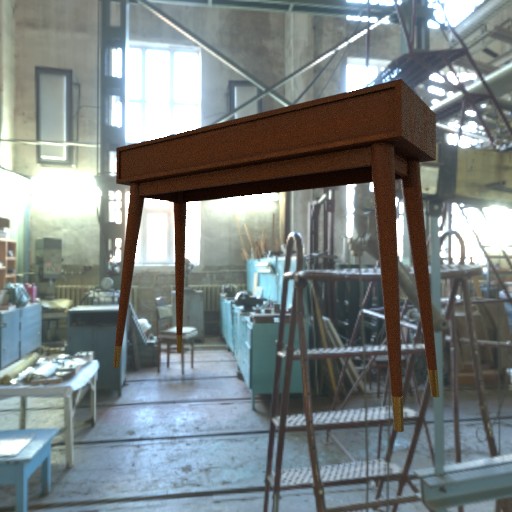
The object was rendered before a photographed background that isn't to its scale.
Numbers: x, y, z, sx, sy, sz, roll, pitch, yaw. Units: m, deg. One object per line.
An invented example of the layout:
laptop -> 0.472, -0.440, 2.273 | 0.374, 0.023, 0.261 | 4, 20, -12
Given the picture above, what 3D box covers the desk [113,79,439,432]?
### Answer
desk -> 0.000, 0.000, 1.647 | 1.204, 0.917, 0.384 | -1, -1, 36
